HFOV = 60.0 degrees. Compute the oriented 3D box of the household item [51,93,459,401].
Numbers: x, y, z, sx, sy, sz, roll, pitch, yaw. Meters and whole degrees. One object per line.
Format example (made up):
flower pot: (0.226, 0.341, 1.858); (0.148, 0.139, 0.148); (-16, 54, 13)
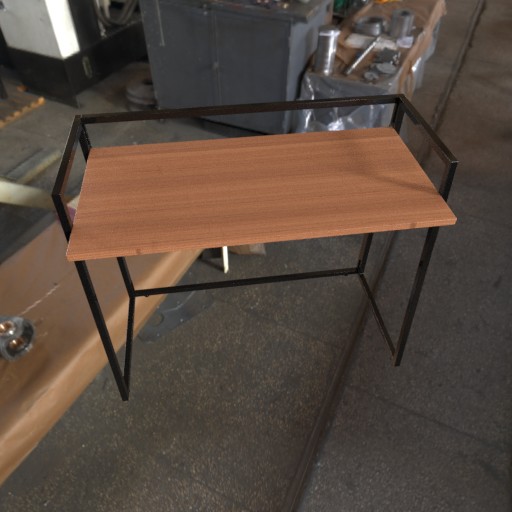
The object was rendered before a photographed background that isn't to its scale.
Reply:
household item: (0.000, 0.000, 1.531); (1.050, 0.860, 0.510); (-6, 46, -6)
